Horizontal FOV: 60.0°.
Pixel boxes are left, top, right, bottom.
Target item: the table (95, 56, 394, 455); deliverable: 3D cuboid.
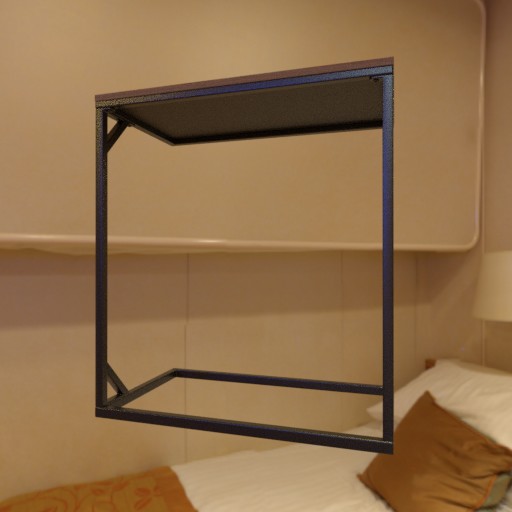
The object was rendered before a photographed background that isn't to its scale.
[{"bbox_3d":[0.000,0.000,1.003,0.597,0.673,0.351,0,0,17],"label":"table"}]
